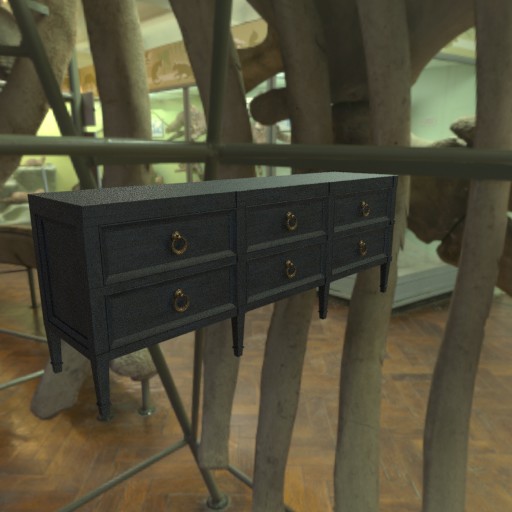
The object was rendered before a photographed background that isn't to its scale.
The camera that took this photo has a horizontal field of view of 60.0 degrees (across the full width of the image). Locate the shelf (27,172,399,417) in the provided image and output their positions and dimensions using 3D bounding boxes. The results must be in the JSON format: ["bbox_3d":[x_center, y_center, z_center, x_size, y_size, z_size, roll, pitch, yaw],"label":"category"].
[{"bbox_3d":[0.000,0.000,2.181,1.878,0.715,0.471,-14,19,-43],"label":"shelf"}]
